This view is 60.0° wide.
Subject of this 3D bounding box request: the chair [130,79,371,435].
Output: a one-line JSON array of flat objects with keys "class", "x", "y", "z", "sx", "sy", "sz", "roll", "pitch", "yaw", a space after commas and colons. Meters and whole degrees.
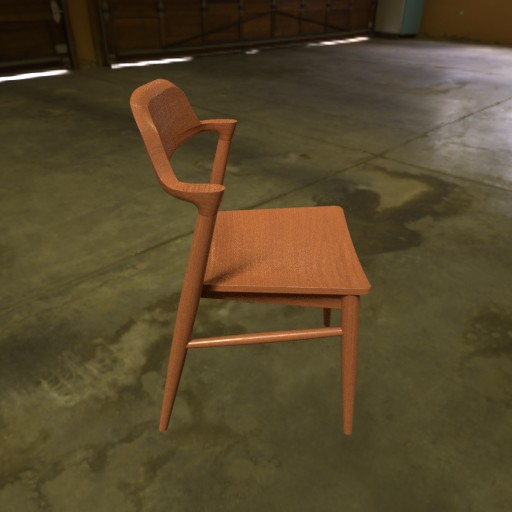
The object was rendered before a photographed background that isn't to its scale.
[{"class": "chair", "x": 0.000, "y": 0.000, "z": 1.119, "sx": 0.499, "sy": 0.801, "sz": 0.496, "roll": 0, "pitch": 31, "yaw": 1}]
